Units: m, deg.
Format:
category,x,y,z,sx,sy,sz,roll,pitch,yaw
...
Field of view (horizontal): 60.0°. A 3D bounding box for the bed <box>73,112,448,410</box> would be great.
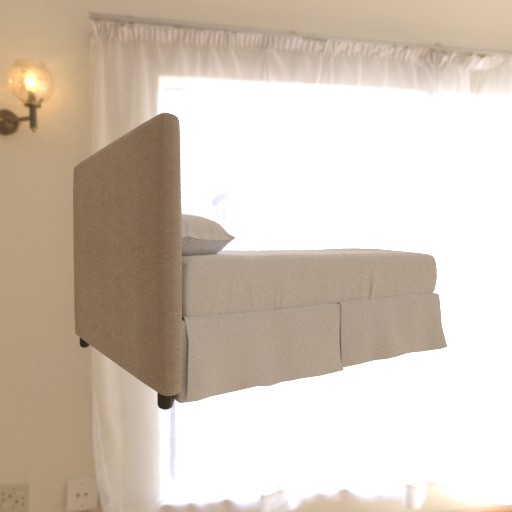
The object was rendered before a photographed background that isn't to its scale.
category,x,y,z,sx,sy,sz,roll,pitch,yaw
bed,0.000,0.000,3.191,2.162,1.330,1.713,-1,2,-35
